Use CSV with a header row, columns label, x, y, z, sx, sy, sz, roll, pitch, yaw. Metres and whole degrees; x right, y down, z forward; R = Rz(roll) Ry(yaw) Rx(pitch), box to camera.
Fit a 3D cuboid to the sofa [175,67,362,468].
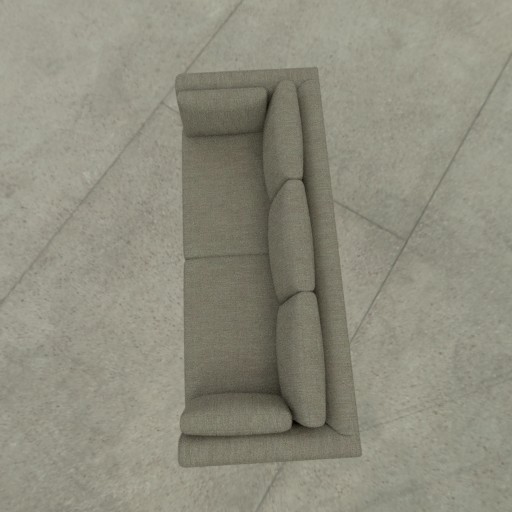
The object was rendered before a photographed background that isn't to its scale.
label,x,y,z,sx,sy,sz,roll,pitch,yaw
sofa,0.000,0.000,2.925,0.969,0.867,2.415,-3,74,-1
